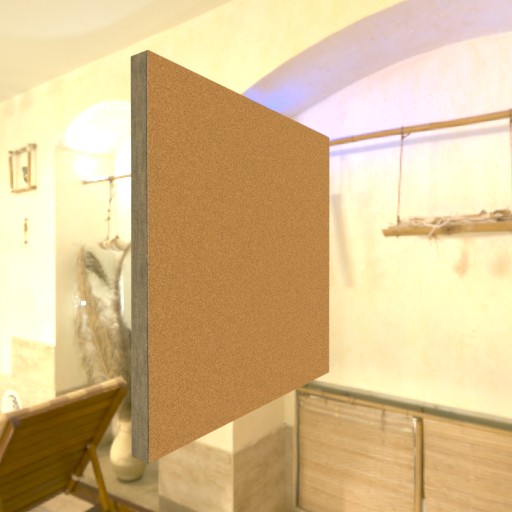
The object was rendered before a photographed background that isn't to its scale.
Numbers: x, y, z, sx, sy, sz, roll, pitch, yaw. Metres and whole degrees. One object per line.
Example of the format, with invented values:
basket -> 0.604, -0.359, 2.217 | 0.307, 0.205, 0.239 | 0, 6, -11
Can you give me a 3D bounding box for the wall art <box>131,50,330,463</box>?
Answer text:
wall art -> 0.000, 0.000, 1.122 | 0.050, 0.751, 0.749 | 0, 1, 35
